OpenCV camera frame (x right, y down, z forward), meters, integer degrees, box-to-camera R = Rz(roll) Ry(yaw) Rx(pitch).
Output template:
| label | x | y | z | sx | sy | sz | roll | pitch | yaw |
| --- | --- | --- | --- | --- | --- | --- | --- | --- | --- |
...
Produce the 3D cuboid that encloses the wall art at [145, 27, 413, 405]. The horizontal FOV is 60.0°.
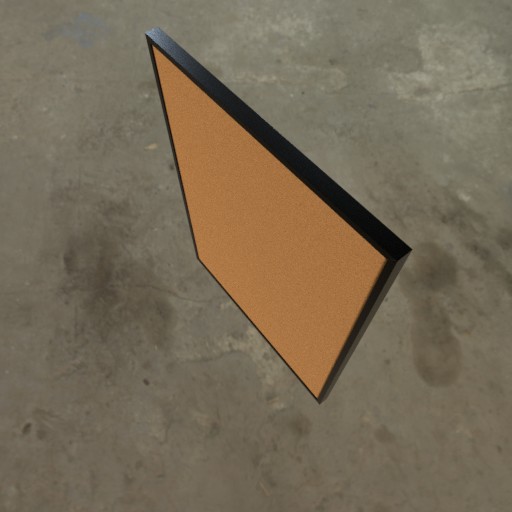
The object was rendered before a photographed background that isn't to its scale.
| label | x | y | z | sx | sy | sz | roll | pitch | yaw |
| --- | --- | --- | --- | --- | --- | --- | --- | --- | --- |
| wall art | 0.000 | 0.000 | 1.357 | 0.040 | 1.062 | 0.805 | -34 | 65 | -19 |
